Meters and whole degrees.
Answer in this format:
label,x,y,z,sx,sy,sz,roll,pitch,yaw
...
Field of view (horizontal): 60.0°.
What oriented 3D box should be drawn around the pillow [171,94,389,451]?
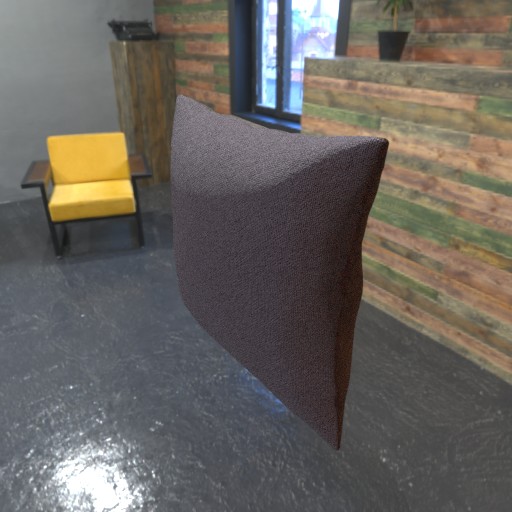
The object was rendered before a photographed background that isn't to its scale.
label,x,y,z,sx,sy,sz,roll,pitch,yaw
pillow,0.000,0.000,0.687,0.204,0.439,0.452,-17,31,-30
